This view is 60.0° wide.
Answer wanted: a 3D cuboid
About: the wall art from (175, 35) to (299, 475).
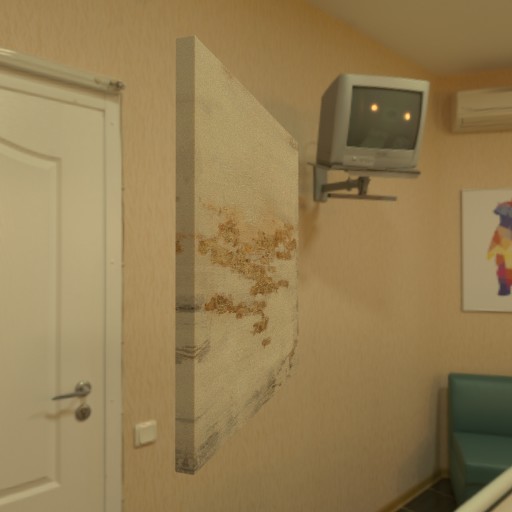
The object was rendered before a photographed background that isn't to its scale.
[{"bbox_3d":[0.000,0.000,1.121,0.038,0.755,0.753,0,-1,19],"label":"wall art"}]
